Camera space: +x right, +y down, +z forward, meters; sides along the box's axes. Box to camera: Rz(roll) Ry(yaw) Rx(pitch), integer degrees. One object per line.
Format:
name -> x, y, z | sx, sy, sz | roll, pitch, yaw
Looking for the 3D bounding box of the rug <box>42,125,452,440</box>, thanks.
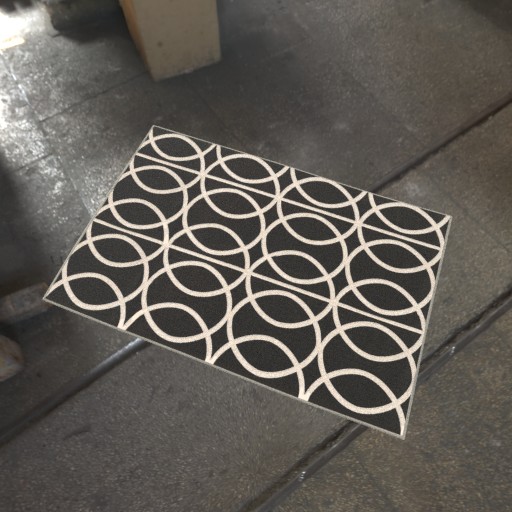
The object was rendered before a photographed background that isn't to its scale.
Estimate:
rug -> 0.000, 0.000, 2.895 | 2.294, 0.014, 1.528 | 19, 65, 9
